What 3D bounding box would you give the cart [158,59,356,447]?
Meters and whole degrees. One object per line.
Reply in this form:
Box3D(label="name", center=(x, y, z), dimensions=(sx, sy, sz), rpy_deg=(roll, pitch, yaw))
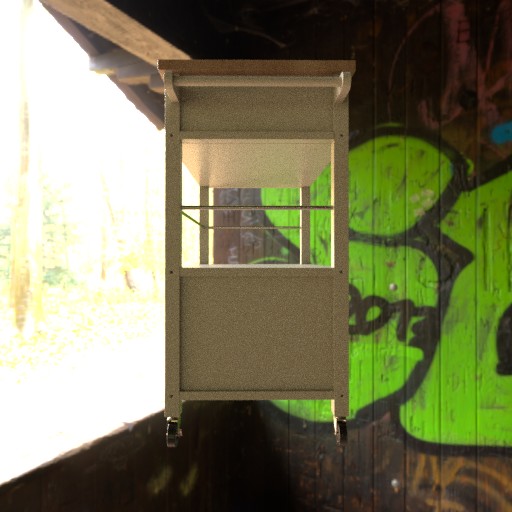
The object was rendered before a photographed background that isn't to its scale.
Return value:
Box3D(label="cart", center=(0.000, 0.000, 1.363), dimensions=(0.459, 0.901, 0.840), rpy_deg=(0, 0, -1))
